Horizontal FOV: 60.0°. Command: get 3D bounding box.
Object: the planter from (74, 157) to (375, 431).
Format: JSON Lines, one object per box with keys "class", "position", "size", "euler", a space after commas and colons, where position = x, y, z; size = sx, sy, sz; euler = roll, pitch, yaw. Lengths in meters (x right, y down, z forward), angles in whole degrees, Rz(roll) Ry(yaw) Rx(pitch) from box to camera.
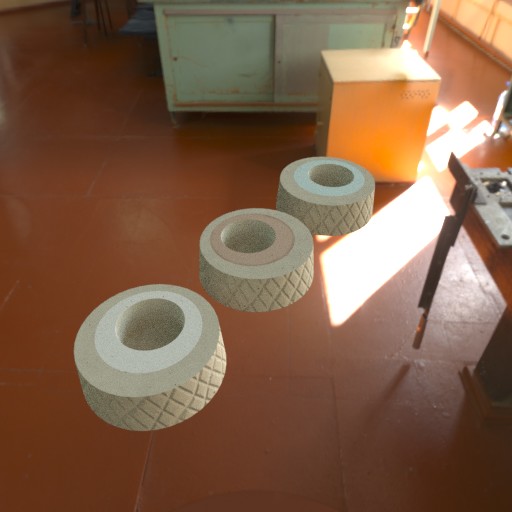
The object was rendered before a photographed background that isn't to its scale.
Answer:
{"class": "planter", "position": [0.000, 0.000, 0.430], "size": [0.114, 0.038, 0.390], "euler": [25, 46, 26]}
